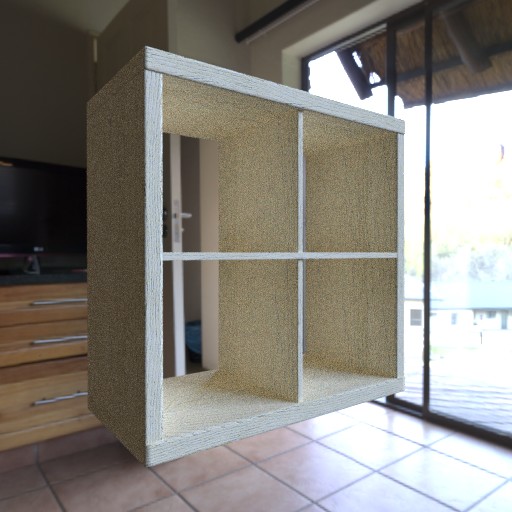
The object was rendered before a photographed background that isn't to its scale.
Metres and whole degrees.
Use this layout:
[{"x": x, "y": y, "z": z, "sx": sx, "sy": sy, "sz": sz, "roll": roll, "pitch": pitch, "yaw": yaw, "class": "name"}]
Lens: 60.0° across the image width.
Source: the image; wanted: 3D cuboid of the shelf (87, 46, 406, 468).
[{"x": 0.000, "y": 0.000, "z": 1.214, "sx": 0.790, "sy": 0.786, "sz": 0.390, "roll": 0, "pitch": 1, "yaw": -36, "class": "shelf"}]
